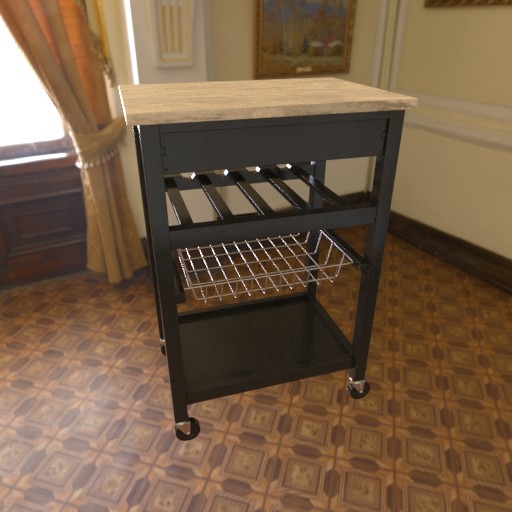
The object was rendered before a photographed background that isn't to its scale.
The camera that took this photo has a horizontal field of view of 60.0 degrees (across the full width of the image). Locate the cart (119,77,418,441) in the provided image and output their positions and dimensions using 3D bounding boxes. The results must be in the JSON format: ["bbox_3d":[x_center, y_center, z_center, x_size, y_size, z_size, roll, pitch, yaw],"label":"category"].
[{"bbox_3d":[0.000,0.000,1.191,0.584,0.839,0.403,-8,29,-15],"label":"cart"}]
